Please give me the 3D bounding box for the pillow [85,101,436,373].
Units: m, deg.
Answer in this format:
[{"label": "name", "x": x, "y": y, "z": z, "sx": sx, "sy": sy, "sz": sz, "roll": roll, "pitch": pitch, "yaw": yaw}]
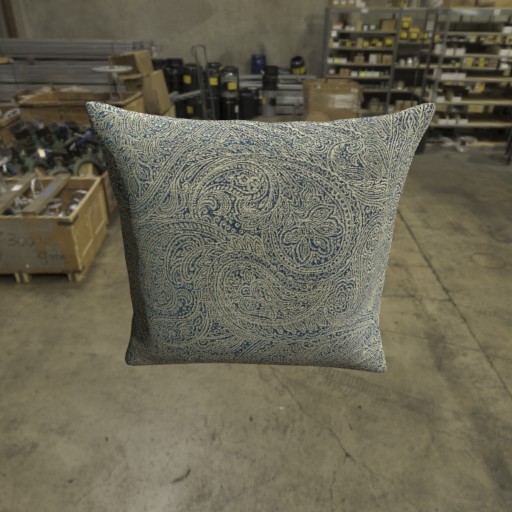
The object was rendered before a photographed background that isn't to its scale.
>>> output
[{"label": "pillow", "x": 0.000, "y": 0.000, "z": 0.769, "sx": 0.523, "sy": 0.510, "sz": 0.166, "roll": 1, "pitch": 29, "yaw": 1}]
